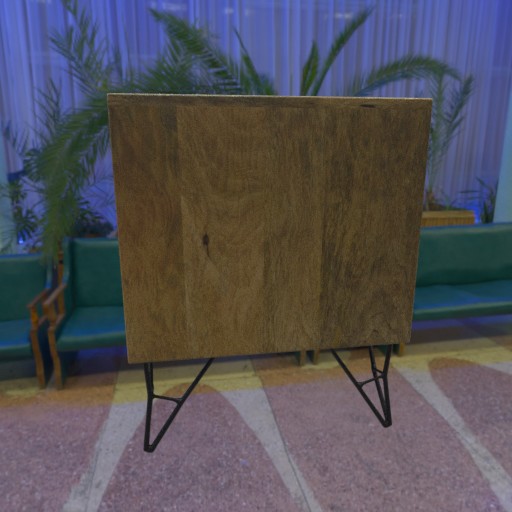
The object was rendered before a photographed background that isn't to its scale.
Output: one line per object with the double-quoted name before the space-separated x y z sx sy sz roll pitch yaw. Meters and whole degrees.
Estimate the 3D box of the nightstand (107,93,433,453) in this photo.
"nightstand" 0.000 0.000 0.872 0.457 0.559 0.406 -2 15 -9
